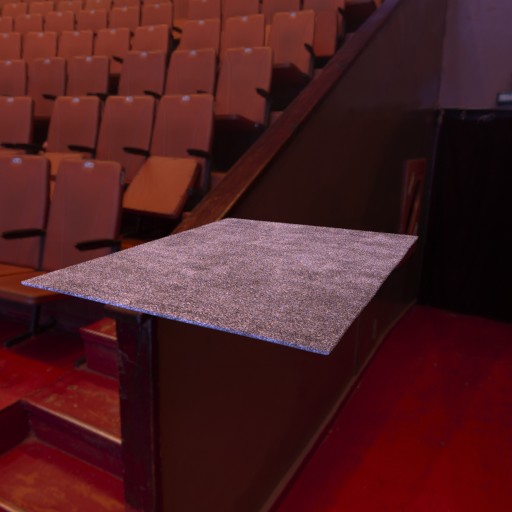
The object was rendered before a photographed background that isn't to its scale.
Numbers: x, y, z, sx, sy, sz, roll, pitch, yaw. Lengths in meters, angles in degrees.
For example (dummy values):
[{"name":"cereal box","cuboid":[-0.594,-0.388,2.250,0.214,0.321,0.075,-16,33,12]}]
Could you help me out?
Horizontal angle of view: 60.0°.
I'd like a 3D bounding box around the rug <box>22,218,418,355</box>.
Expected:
[{"name":"rug","cuboid":[0.000,0.000,4.059,2.401,0.025,3.000,8,17,27]}]
